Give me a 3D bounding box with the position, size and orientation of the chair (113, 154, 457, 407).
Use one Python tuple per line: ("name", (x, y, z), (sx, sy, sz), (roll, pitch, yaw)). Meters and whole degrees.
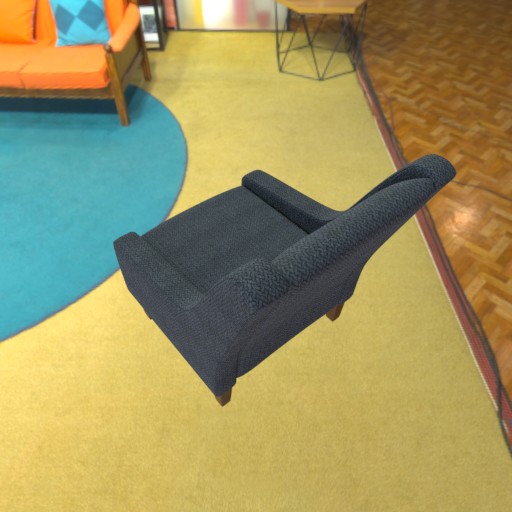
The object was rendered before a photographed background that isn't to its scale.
("chair", (0.000, 0.000, 1.731), (0.793, 1.012, 0.944), (-31, 54, -26))
